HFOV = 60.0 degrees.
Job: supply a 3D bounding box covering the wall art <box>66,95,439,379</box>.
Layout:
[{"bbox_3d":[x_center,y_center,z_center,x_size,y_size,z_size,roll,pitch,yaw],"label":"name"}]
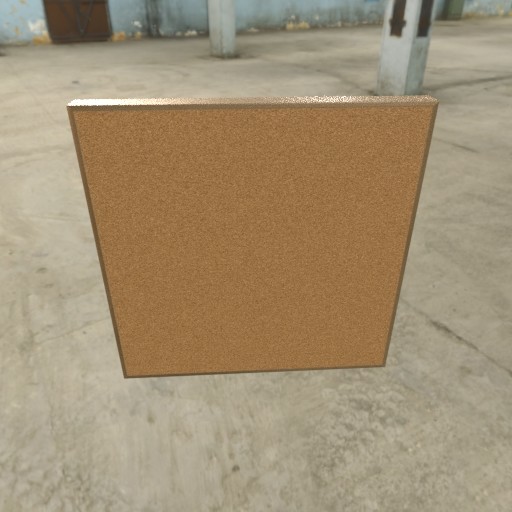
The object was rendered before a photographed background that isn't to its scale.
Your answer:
[{"bbox_3d":[0.000,0.000,0.755,0.513,0.511,0.038,-2,31,-3],"label":"wall art"}]
